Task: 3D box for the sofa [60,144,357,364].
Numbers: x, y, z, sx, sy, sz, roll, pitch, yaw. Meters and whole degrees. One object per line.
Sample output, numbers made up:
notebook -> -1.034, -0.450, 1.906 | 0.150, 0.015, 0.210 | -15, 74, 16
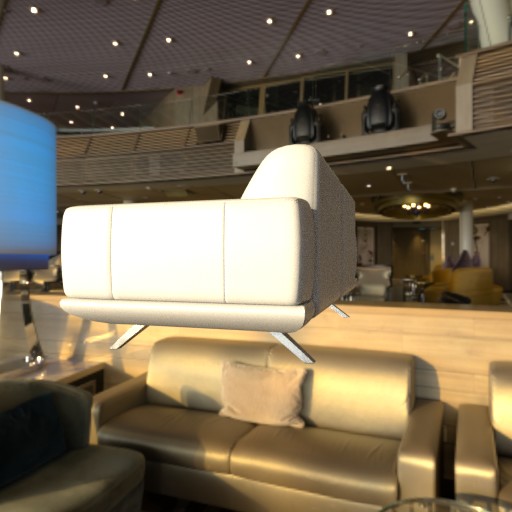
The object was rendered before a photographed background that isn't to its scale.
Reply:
sofa -> 0.000, 0.000, 2.320 | 0.900, 0.772, 1.901 | 0, 0, 17
